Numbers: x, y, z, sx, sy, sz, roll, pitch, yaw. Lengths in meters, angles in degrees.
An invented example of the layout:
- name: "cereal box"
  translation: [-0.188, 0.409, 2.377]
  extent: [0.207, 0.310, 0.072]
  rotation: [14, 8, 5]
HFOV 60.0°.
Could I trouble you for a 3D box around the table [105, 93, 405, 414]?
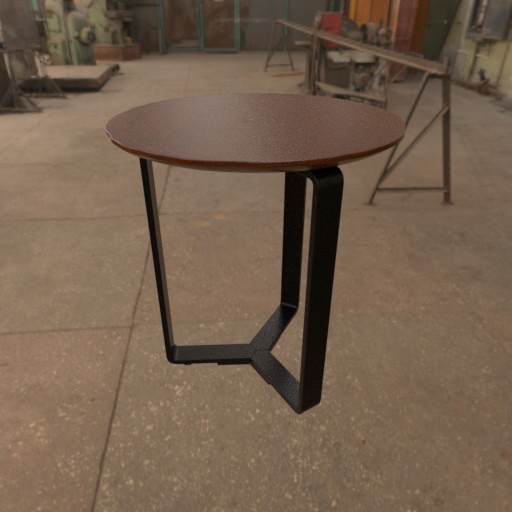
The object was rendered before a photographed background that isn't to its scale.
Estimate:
- name: "table"
  translation: [0.000, 0.000, 0.740]
  extent: [0.410, 0.450, 0.380]
  rotation: [-1, 30, -2]
